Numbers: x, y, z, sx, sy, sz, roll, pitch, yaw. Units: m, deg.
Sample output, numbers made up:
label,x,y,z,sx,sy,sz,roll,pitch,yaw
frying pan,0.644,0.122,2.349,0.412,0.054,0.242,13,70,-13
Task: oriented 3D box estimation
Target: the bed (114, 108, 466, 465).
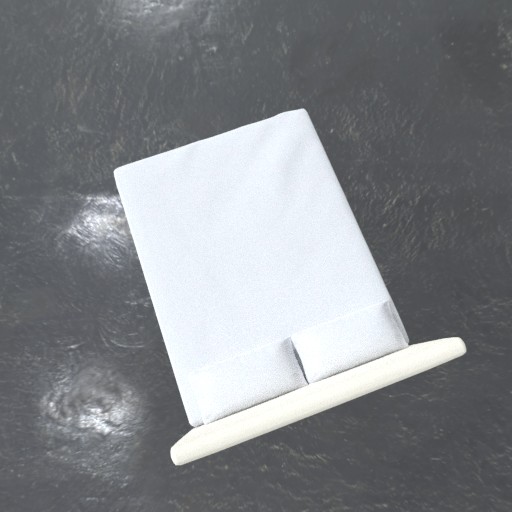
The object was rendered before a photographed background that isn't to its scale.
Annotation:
label,x,y,z,sx,sy,sz,roll,pitch,yaw
bed,0.000,0.000,3.163,1.713,1.330,2.142,-19,76,-5
